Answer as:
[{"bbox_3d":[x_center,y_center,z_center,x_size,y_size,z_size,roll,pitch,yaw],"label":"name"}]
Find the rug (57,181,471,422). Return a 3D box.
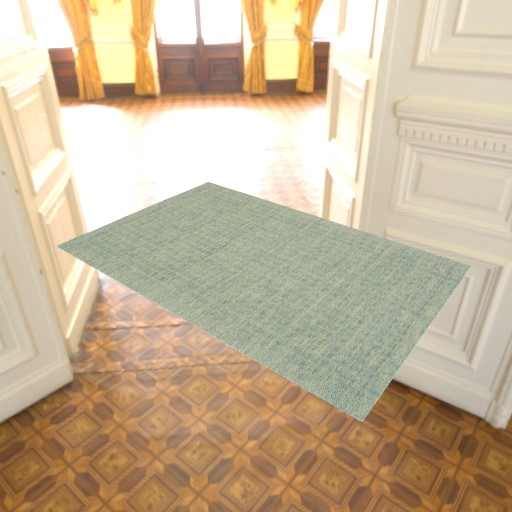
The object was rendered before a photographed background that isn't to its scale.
[{"bbox_3d":[0.000,0.000,2.229,1.752,0.006,1.142,22,38,32],"label":"rug"}]
